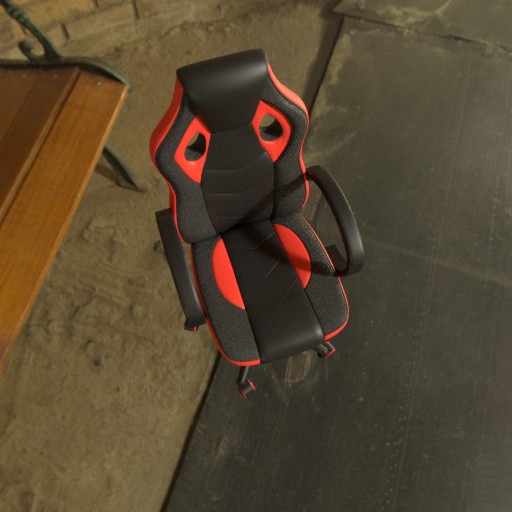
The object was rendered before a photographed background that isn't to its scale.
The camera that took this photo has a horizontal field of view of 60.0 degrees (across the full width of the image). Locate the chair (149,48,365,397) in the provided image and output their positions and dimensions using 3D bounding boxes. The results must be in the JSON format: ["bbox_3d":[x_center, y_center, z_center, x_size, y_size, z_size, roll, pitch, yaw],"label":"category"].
[{"bbox_3d":[0.000,0.000,1.380,0.600,1.016,0.642,-18,65,-8],"label":"chair"}]
